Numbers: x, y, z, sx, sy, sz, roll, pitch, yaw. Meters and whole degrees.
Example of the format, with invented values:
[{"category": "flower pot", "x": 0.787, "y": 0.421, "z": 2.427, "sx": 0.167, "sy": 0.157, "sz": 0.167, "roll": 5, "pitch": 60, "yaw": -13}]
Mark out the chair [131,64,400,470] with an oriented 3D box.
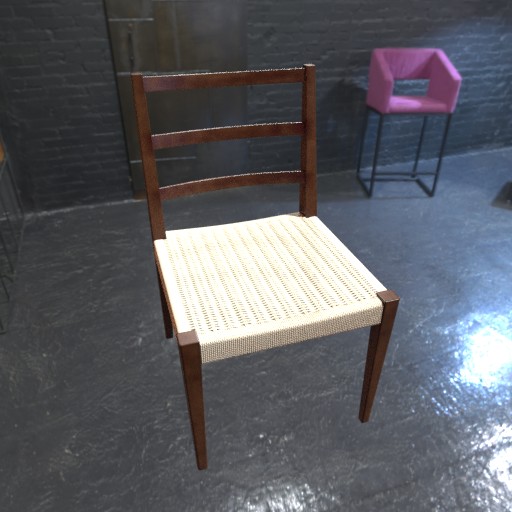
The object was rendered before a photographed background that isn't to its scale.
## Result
[{"category": "chair", "x": 0.000, "y": 0.000, "z": 1.120, "sx": 0.480, "sy": 0.813, "sz": 0.551, "roll": -10, "pitch": 33, "yaw": -15}]
